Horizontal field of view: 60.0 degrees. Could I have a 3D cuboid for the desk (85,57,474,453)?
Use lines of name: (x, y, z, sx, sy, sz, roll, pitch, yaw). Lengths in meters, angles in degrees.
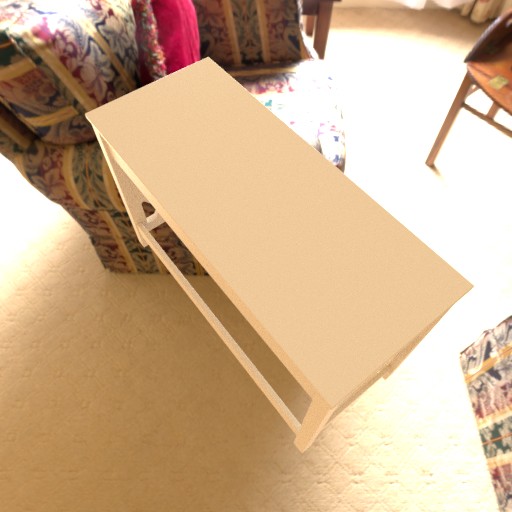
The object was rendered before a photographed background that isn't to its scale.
desk: (0.000, 0.000, 1.618, 0.504, 0.762, 1.191, -34, 64, -19)
